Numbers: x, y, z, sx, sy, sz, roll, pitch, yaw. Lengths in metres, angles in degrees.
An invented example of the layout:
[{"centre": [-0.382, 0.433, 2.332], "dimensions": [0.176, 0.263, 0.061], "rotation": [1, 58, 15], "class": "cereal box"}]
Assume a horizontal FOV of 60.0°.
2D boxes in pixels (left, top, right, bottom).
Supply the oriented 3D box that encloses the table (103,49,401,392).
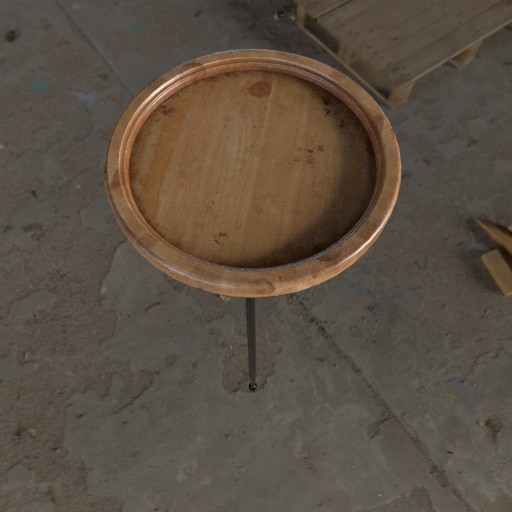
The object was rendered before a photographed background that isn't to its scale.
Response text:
[{"centre": [0.000, 0.000, 0.909], "dimensions": [0.418, 0.664, 0.414], "rotation": [-15, 65, -7], "class": "table"}]
